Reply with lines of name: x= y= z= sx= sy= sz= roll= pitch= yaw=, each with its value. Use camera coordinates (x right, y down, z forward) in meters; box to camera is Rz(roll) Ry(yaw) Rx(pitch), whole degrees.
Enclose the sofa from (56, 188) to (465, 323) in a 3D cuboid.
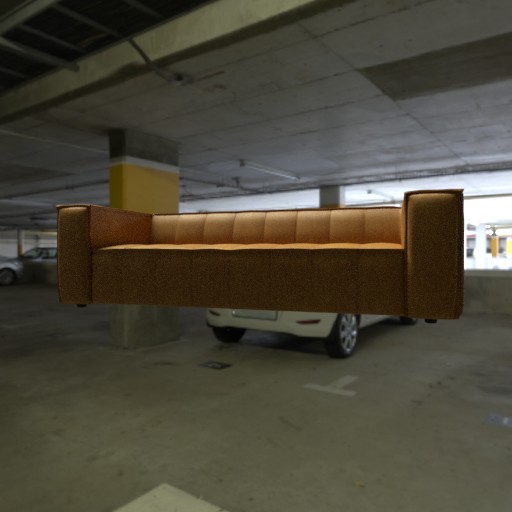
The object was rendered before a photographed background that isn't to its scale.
sofa: x=0.000 y=0.000 z=3.107 sx=2.581 sy=0.701 sz=1.102 roll=0 pitch=0 yaw=18
